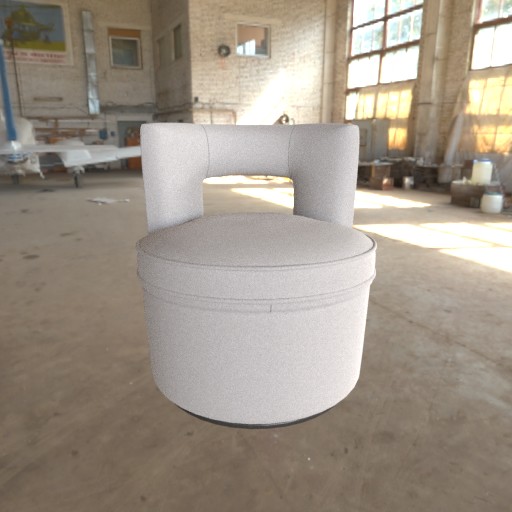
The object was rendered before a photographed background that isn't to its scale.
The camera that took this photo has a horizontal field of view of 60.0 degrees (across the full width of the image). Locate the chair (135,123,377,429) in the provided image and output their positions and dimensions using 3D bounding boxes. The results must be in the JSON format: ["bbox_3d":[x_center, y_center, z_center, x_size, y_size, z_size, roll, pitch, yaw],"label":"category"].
[{"bbox_3d":[0.000,0.000,1.241,0.650,0.723,0.665,-2,15,-6],"label":"chair"}]
